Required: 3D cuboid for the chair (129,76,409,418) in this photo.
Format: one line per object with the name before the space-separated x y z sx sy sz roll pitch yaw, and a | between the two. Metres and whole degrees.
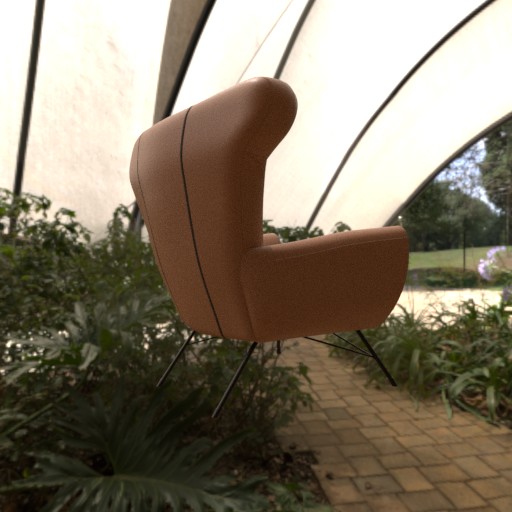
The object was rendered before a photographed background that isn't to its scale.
chair | 0.000 0.000 1.804 0.900 1.050 0.980 0 0 -37
